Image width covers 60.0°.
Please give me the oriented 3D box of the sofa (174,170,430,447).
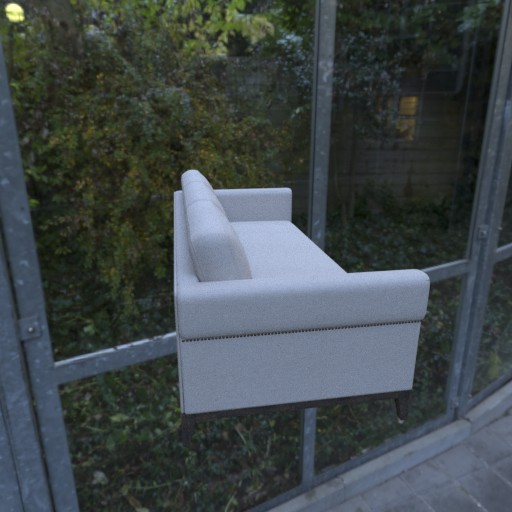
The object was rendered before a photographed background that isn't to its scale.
[{"bbox_3d":[0.000,0.000,2.692,0.959,0.838,2.210,-3,18,-10],"label":"sofa"}]
